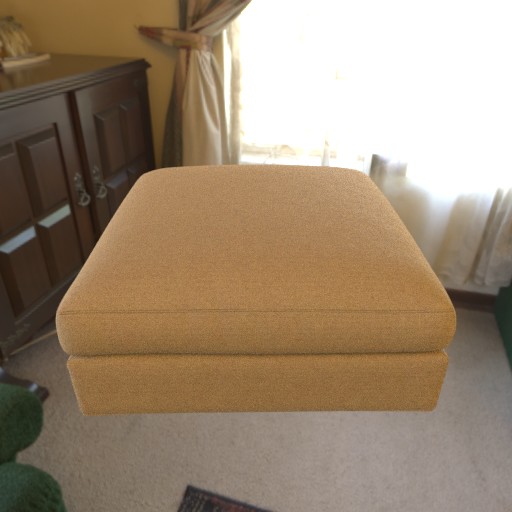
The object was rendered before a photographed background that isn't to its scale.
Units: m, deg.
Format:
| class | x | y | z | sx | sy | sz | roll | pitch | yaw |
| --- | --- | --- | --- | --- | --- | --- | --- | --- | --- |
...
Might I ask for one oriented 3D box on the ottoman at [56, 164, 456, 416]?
| class | x | y | z | sx | sy | sz | roll | pitch | yaw |
| --- | --- | --- | --- | --- | --- | --- | --- | --- | --- |
| ottoman | 0.000 | 0.000 | 1.592 | 1.041 | 0.470 | 1.041 | 0 | 30 | -1 |
